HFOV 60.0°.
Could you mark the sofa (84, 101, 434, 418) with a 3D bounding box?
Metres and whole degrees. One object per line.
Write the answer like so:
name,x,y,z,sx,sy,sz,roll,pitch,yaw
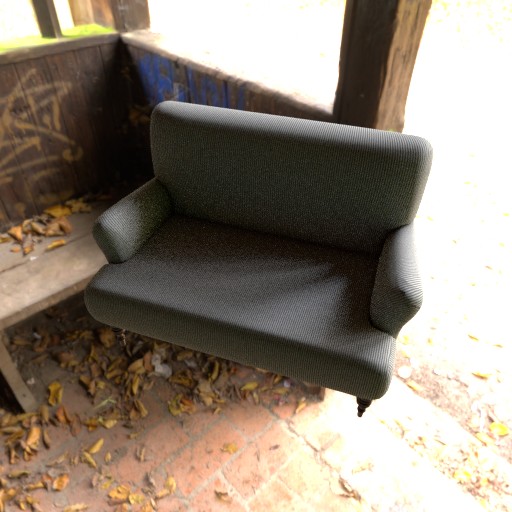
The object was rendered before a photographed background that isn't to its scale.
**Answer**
sofa,0.000,0.000,1.826,1.297,0.889,0.779,13,42,14
